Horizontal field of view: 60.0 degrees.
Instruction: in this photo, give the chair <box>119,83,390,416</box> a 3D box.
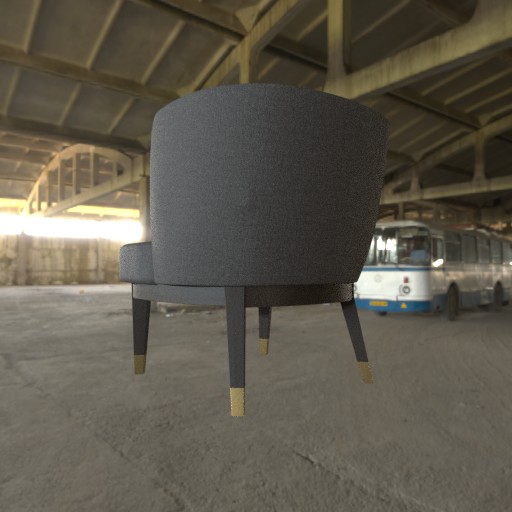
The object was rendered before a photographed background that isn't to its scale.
[{"bbox_3d":[0.000,0.000,1.262,0.639,0.695,0.698,1,-2,-38],"label":"chair"}]
